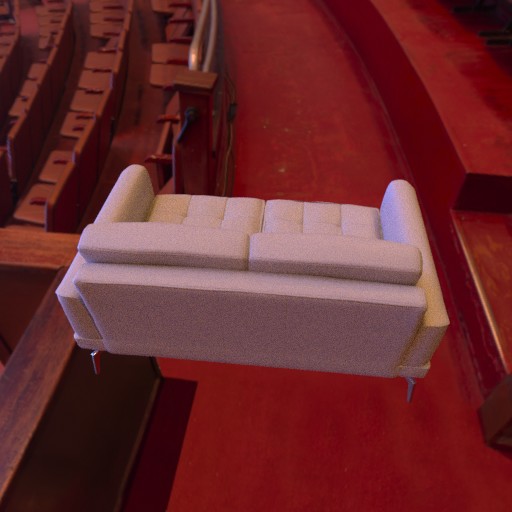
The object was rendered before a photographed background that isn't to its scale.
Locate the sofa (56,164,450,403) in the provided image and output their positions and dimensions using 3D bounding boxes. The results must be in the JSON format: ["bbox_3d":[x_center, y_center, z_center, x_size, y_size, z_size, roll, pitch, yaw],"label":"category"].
[{"bbox_3d":[0.000,0.000,2.446,1.819,0.930,1.121,4,45,4],"label":"sofa"}]
